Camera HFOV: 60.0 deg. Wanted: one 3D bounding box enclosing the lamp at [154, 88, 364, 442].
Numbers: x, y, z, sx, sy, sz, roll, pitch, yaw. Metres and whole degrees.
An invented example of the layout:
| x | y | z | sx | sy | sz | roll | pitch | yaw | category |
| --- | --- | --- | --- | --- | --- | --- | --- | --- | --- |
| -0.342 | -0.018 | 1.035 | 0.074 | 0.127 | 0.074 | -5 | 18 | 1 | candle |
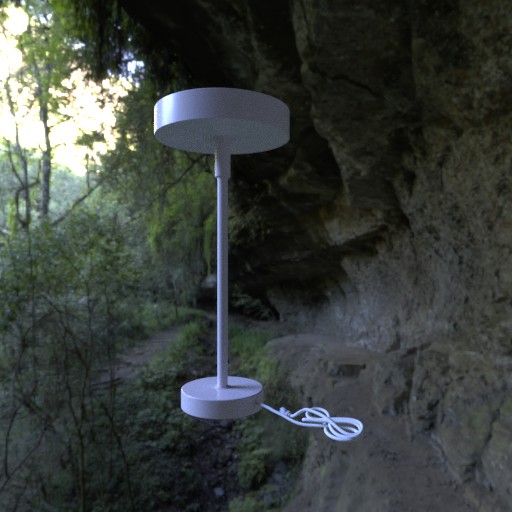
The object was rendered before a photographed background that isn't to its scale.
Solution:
| x | y | z | sx | sy | sz | roll | pitch | yaw | category |
| --- | --- | --- | --- | --- | --- | --- | --- | --- | --- |
| 0.000 | 0.000 | 0.718 | 0.369 | 0.508 | 0.229 | 0 | 0 | 36 | lamp |
